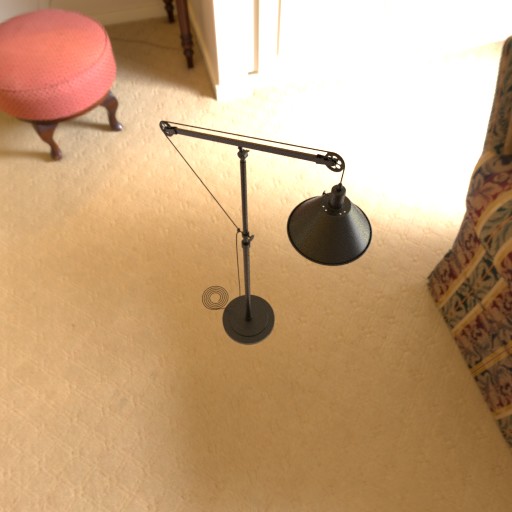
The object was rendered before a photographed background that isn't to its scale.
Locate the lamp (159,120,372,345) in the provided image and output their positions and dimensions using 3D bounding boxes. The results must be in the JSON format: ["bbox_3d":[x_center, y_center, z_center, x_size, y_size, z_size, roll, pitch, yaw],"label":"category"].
[{"bbox_3d":[0.000,0.000,2.006,0.904,1.626,0.319,32,64,18],"label":"lamp"}]
